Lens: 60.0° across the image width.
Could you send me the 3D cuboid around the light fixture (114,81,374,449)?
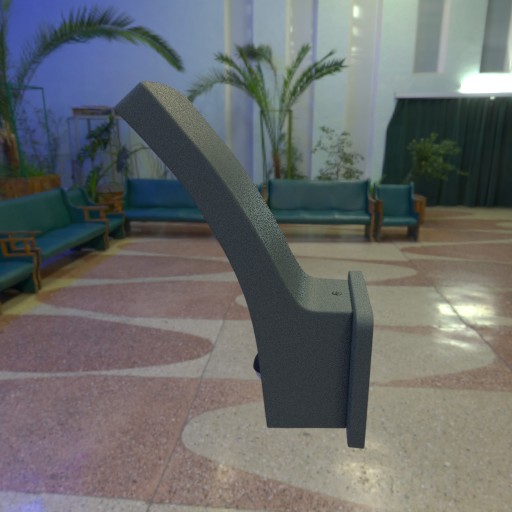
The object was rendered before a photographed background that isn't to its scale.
[{"bbox_3d":[0.000,0.000,0.332,0.174,0.243,0.108,2,15,8],"label":"light fixture"}]
